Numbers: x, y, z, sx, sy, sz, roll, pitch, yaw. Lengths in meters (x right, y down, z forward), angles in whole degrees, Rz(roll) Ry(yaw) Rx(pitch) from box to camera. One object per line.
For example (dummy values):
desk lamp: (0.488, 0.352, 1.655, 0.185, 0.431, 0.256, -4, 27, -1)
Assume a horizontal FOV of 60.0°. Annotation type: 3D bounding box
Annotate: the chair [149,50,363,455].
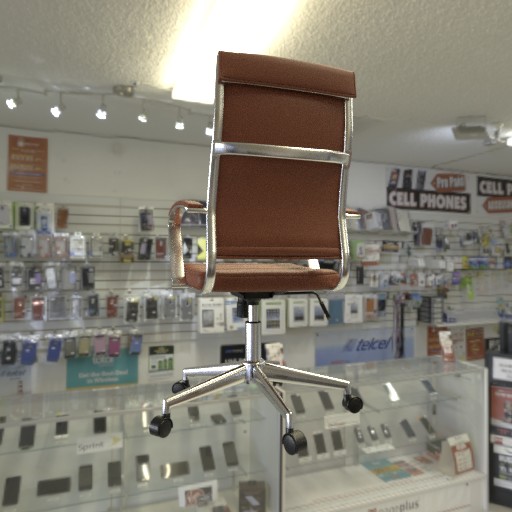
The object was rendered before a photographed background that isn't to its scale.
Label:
chair: (0.000, 0.000, 1.602, 0.766, 1.149, 0.739, 0, -1, -19)
